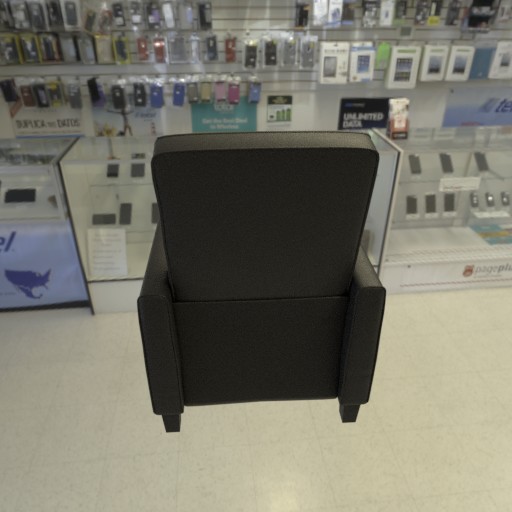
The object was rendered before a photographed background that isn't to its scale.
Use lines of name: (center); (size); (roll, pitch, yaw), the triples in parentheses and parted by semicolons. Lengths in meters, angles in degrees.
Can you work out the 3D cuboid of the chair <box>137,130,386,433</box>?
chair: (0.000, 0.000, 1.528); (0.705, 1.013, 0.746); (-2, 30, -3)
